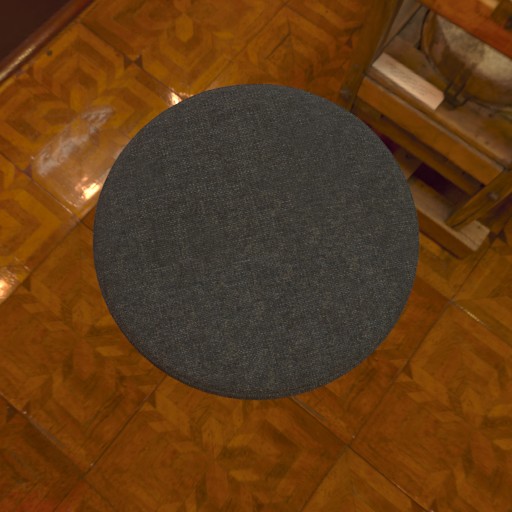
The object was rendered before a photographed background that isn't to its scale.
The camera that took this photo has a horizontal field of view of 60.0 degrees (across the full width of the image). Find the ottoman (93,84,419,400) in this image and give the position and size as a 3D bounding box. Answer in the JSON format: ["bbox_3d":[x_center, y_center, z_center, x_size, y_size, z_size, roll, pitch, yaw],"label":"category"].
[{"bbox_3d":[0.000,0.000,0.879,0.520,0.430,0.520,0,77,0],"label":"ottoman"}]
